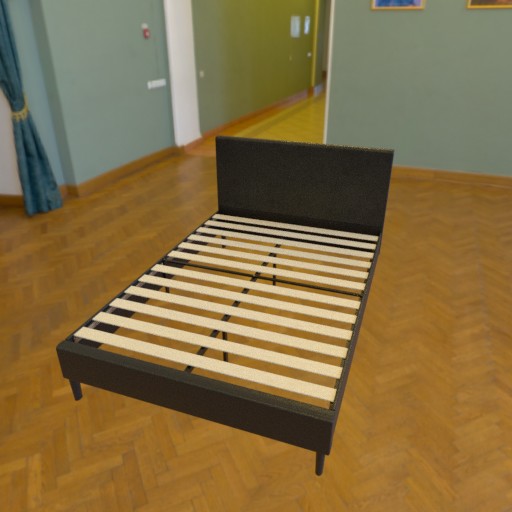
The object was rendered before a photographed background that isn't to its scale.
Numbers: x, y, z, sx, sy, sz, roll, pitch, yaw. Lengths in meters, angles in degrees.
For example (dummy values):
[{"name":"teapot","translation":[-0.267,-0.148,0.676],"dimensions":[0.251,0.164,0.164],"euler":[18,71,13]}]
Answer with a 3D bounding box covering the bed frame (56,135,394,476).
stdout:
[{"name":"bed frame","translation":[0.000,0.000,2.932],"dimensions":[1.469,1.046,2.152],"euler":[9,29,18]}]
